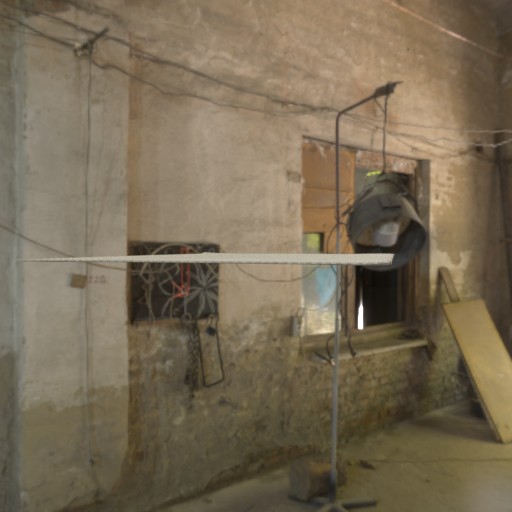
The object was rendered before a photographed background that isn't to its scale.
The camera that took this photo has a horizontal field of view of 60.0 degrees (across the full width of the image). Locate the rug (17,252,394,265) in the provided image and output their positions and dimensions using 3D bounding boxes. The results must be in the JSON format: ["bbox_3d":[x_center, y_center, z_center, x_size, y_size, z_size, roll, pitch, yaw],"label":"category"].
[{"bbox_3d":[0.000,0.000,3.843,2.277,0.035,2.897,0,1,18],"label":"rug"}]
